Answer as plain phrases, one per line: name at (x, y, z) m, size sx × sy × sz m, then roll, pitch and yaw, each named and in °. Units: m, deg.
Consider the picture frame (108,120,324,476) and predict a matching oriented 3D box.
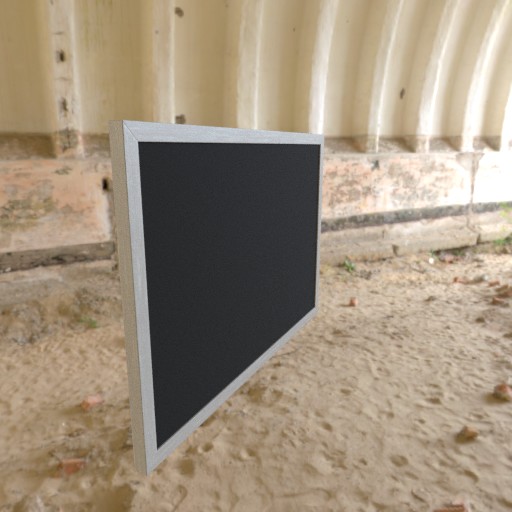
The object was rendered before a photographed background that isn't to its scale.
picture frame at (0.000, 0.000, 1.171) m, size 0.029 × 0.640 × 0.950 m, roll 7°, pitch 15°, yaw 26°
